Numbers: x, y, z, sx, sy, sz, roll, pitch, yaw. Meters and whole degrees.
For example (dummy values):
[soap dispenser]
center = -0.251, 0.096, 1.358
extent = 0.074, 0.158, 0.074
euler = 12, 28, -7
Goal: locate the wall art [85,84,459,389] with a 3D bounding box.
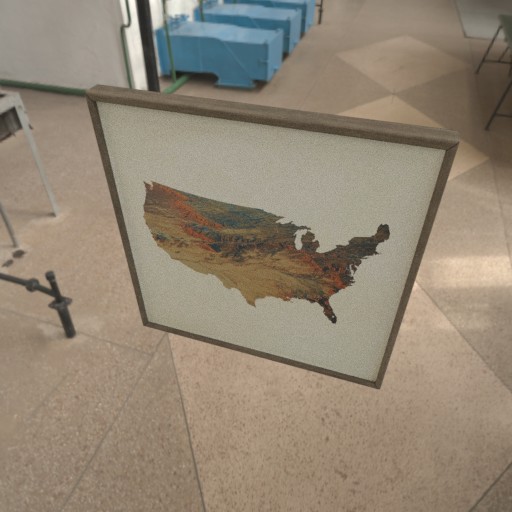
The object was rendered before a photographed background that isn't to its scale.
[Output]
[wall art]
center = 0.000, 0.000, 1.108
extent = 0.749, 0.751, 0.050
euler = 12, 42, 14
